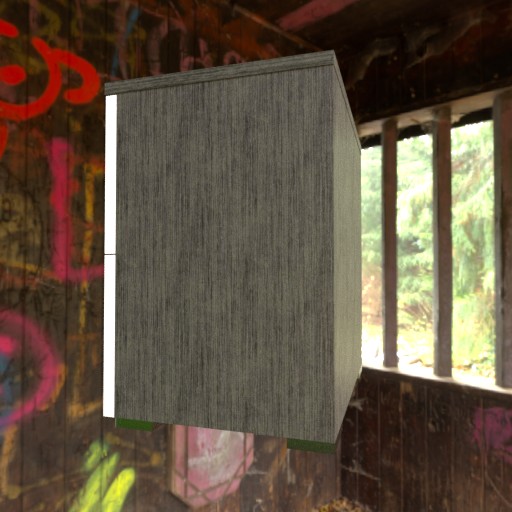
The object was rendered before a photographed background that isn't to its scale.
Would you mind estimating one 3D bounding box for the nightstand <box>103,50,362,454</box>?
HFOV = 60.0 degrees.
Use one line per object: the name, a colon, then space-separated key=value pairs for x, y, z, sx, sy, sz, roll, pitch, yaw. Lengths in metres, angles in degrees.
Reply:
nightstand: x=0.000 y=0.000 z=0.762 sx=0.325 sy=0.460 sz=0.441 roll=0 pitch=-1 yaw=17
